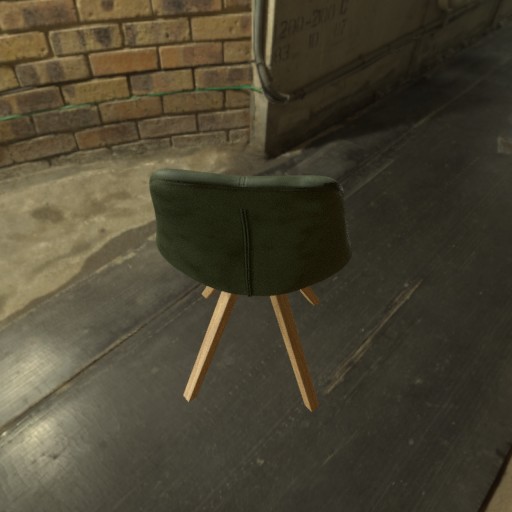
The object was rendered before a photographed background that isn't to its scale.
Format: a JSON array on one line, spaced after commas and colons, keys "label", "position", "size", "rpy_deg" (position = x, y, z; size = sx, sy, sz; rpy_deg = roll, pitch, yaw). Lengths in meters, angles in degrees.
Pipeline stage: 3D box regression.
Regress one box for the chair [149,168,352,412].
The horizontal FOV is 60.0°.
[{"label": "chair", "position": [0.000, 0.000, 1.196], "size": [0.483, 0.865, 0.547], "rpy_deg": [3, 45, 3]}]
